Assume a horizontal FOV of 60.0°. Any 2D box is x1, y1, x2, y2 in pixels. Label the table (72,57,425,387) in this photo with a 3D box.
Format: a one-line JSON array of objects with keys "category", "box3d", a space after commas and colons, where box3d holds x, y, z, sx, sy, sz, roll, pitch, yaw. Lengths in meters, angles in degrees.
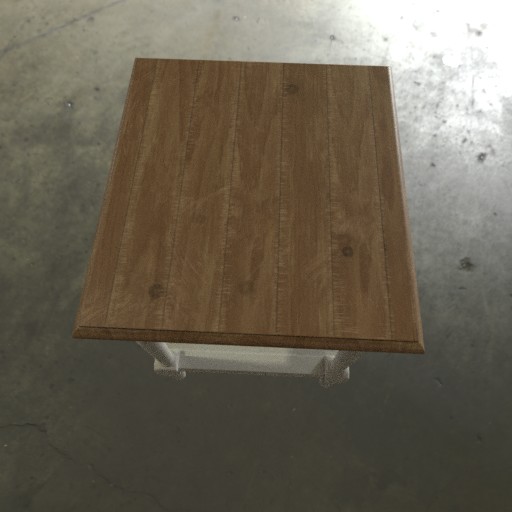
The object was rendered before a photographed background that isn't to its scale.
[{"category": "table", "box3d": [0.000, 0.000, 0.923, 0.457, 0.561, 0.508, 2, 65, 1]}]
